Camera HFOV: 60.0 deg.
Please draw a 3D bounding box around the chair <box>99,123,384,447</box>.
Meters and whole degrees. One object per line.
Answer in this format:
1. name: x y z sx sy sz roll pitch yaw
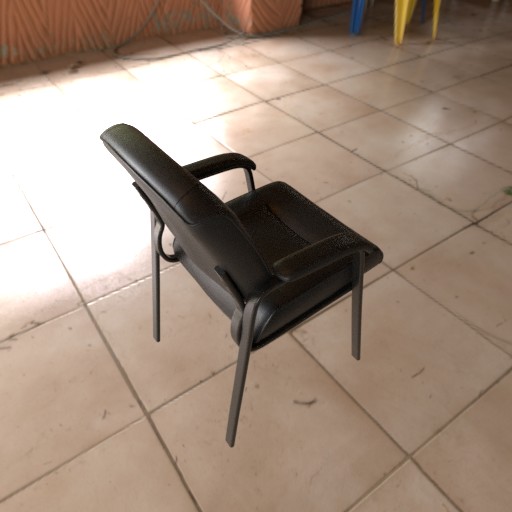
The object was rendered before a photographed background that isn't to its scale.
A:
1. chair: 0.000 0.000 1.360 0.668 0.910 0.591 -26 48 -26
